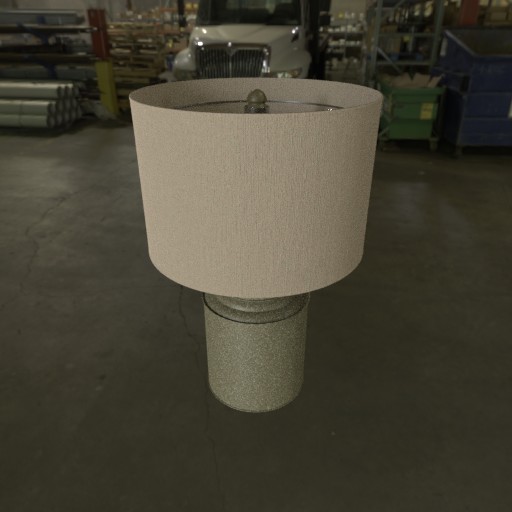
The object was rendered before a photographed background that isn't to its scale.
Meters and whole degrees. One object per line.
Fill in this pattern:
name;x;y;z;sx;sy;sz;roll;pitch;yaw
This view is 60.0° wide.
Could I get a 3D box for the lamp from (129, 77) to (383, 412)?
lamp;0.000;0.000;0.684;0.318;0.486;0.318;0;28;0
